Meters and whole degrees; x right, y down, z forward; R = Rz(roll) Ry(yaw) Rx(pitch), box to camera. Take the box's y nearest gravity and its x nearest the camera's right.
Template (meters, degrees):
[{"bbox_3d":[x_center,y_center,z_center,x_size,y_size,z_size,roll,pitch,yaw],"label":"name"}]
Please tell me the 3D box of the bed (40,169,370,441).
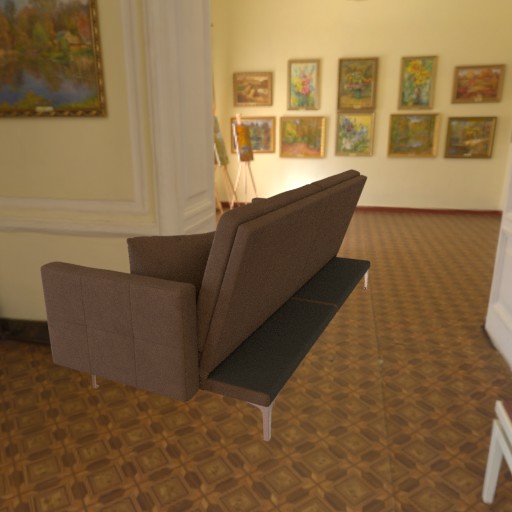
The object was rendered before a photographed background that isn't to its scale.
[{"bbox_3d":[0.000,0.000,2.317,0.889,0.787,1.905,7,17,24],"label":"bed"}]
